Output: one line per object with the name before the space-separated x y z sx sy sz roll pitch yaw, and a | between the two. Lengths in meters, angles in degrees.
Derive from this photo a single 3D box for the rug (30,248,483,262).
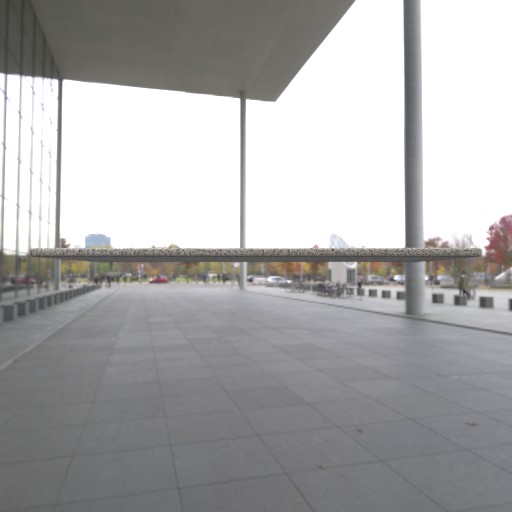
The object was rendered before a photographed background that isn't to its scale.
rug | 0.000 0.000 1.783 1.524 0.030 0.609 0 -2 0
